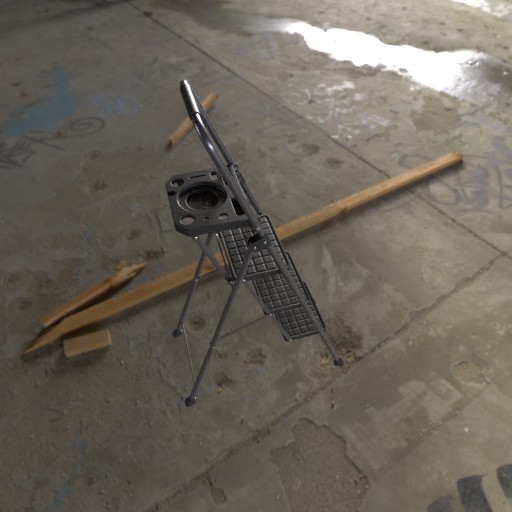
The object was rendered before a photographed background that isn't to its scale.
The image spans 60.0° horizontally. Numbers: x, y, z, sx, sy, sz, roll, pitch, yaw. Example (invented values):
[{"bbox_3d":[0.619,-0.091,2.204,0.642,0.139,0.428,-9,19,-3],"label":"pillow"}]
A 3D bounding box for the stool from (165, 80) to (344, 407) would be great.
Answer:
[{"bbox_3d":[0.000,0.000,1.604,0.733,1.277,0.396,-12,49,-11],"label":"stool"}]
